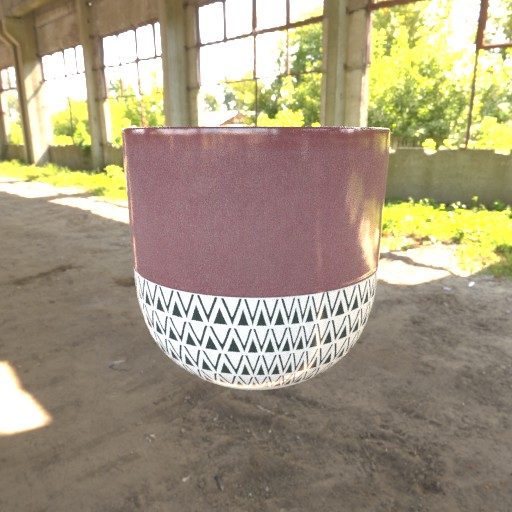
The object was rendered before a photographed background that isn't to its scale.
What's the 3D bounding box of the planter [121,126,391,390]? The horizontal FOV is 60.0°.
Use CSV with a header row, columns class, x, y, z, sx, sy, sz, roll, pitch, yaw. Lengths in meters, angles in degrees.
class,x,y,z,sx,sy,sz,roll,pitch,yaw
planter,0.000,0.000,0.490,0.266,0.270,0.266,0,15,0
